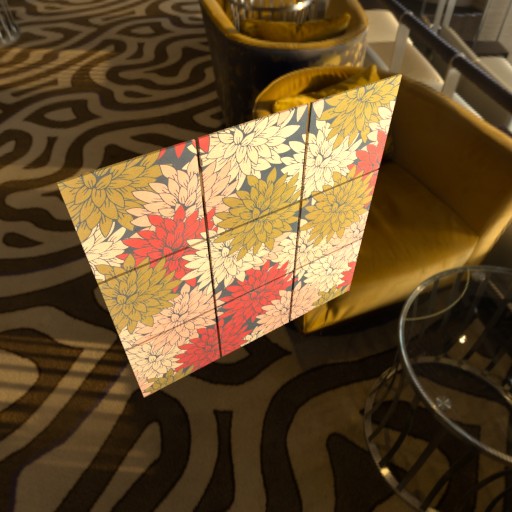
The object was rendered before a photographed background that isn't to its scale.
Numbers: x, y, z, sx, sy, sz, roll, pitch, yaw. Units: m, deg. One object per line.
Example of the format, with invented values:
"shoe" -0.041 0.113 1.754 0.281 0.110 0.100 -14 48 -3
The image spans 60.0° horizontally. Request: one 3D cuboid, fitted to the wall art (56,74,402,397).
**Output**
"wall art" 0.000 0.000 2.272 1.519 1.534 0.013 -24 51 -21
